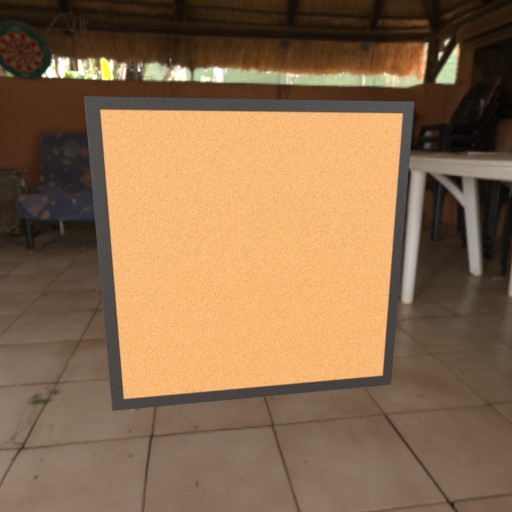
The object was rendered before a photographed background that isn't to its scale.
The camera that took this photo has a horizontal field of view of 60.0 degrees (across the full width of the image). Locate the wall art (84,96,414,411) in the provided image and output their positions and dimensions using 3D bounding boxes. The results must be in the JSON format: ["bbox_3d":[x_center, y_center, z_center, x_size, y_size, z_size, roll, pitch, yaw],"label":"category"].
[{"bbox_3d":[0.000,0.000,0.457,0.304,0.304,0.038,-2,14,-9],"label":"wall art"}]
